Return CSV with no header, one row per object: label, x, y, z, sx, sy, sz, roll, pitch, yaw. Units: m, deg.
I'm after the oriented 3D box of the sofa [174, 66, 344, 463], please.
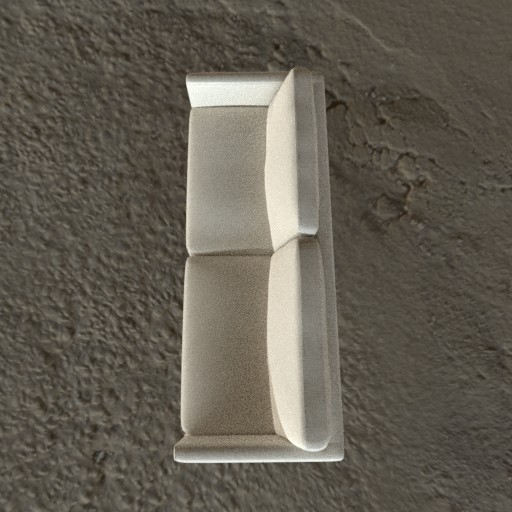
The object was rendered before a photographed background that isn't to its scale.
sofa,0.000,0.000,2.931,0.948,0.965,2.434,-1,76,0
